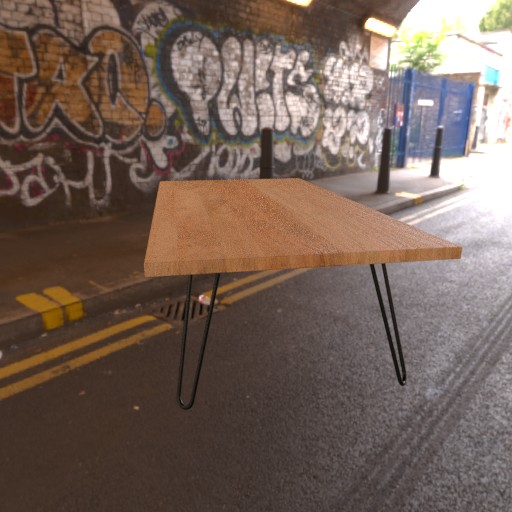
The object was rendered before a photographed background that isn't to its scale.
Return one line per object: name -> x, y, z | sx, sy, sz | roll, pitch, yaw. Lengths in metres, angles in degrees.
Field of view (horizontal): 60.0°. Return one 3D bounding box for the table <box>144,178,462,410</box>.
table -> 0.000, 0.000, 1.630 | 0.699, 0.400, 1.348 | -3, 17, -10
